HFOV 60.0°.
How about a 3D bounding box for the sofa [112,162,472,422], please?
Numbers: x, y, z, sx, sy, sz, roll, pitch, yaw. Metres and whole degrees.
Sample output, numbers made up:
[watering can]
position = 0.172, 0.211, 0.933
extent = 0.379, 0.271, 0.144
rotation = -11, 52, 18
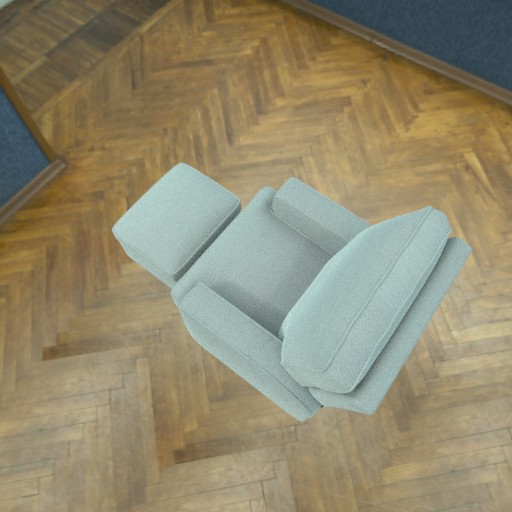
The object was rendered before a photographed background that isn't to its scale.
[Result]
[sofa]
position = 0.000, 0.000, 2.037
extent = 1.472, 0.959, 0.861
rotation = 34, 68, 16
